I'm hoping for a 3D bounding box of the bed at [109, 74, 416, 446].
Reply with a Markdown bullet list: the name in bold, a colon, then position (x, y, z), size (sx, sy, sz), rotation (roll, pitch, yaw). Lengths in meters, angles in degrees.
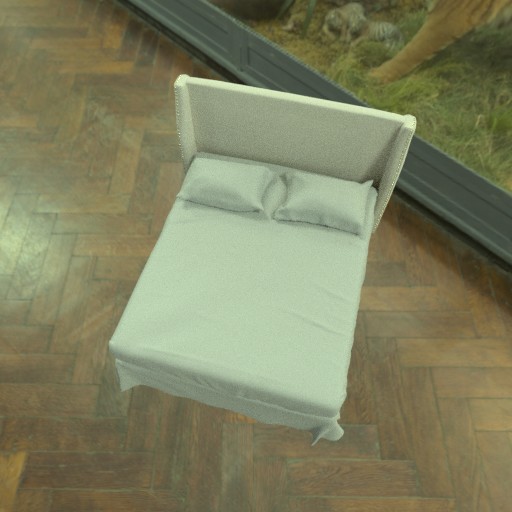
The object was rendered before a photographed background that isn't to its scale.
- **bed**: position (0.000, 0.000, 3.461), size (1.925, 1.332, 2.276), rotation (13, 60, 8)
